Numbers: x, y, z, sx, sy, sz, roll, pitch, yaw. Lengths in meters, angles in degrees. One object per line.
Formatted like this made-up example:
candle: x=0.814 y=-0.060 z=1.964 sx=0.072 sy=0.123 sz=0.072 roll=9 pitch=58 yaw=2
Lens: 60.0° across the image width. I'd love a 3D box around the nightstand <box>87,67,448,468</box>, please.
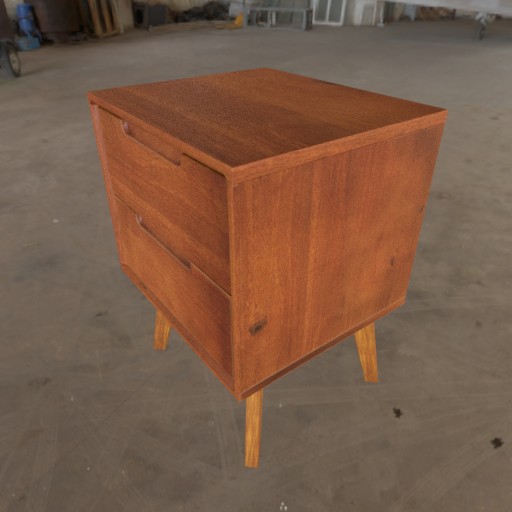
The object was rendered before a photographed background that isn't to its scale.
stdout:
nightstand: x=0.000 y=0.000 z=0.905 sx=0.411 sy=0.618 sz=0.460 roll=-22 pitch=39 yaw=-30
